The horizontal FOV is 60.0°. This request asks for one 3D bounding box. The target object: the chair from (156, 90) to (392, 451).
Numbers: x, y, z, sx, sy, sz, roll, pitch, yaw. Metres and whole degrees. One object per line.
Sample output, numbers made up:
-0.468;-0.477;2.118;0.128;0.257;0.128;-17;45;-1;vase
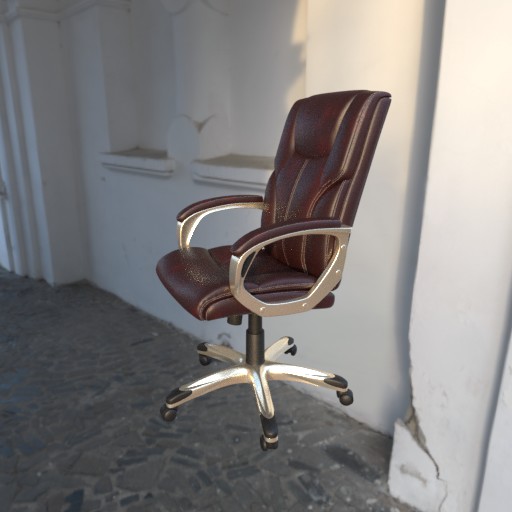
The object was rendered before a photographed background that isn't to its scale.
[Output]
0.000;0.000;1.558;0.739;1.107;0.662;-8;18;-25;chair
